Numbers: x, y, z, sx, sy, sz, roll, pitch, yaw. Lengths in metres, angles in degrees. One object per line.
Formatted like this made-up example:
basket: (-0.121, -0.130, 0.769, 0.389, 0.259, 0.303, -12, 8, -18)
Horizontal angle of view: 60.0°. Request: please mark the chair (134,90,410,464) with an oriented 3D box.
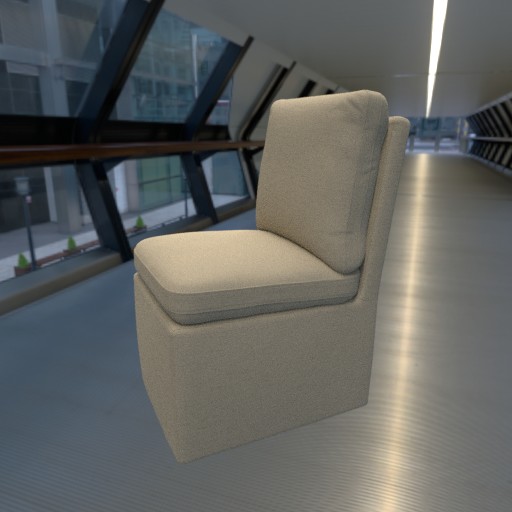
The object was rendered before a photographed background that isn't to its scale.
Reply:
chair: (0.000, 0.000, 1.341, 0.698, 0.927, 0.503, -8, 18, -24)
